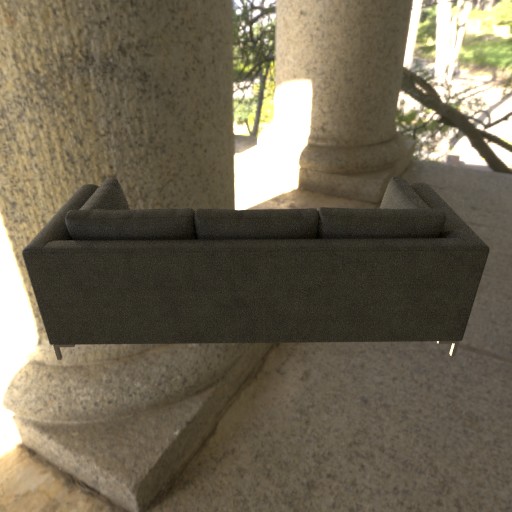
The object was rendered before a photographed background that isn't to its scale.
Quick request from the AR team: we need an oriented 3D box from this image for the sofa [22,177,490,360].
[{"bbox_3d":[0.000,0.000,2.847,2.415,0.867,0.969,0,30,-1],"label":"sofa"}]
